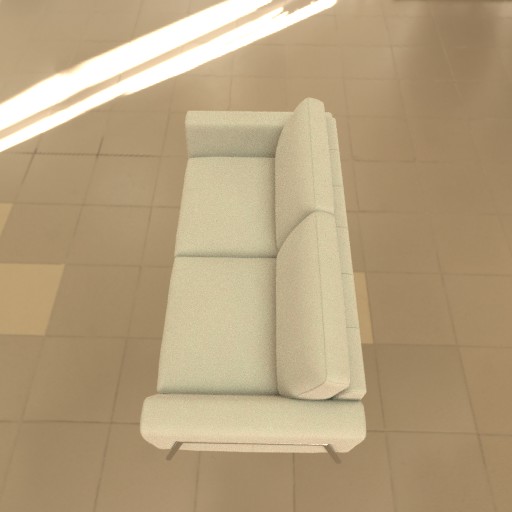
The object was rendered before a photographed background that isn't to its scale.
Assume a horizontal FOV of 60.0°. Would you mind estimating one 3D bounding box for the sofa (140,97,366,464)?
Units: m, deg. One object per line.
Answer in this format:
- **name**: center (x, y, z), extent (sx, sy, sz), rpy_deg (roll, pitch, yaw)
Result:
- **sofa**: center (0.000, 0.000, 2.504), extent (0.953, 0.875, 2.017), rpy_deg (1, 58, 1)
